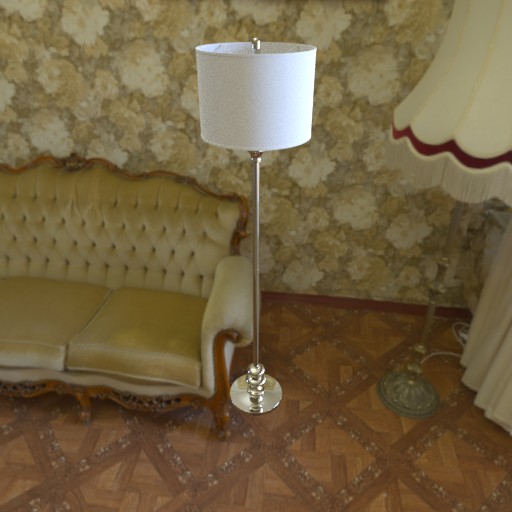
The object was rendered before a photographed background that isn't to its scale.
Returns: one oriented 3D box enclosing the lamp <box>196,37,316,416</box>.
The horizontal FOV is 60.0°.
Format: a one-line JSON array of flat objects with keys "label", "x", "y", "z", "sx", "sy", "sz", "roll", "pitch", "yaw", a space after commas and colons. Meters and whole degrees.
[{"label": "lamp", "x": 0.000, "y": 0.000, "z": 1.677, "sx": 0.356, "sy": 1.487, "sz": 0.356, "roll": -23, "pitch": 37, "yaw": -34}]
